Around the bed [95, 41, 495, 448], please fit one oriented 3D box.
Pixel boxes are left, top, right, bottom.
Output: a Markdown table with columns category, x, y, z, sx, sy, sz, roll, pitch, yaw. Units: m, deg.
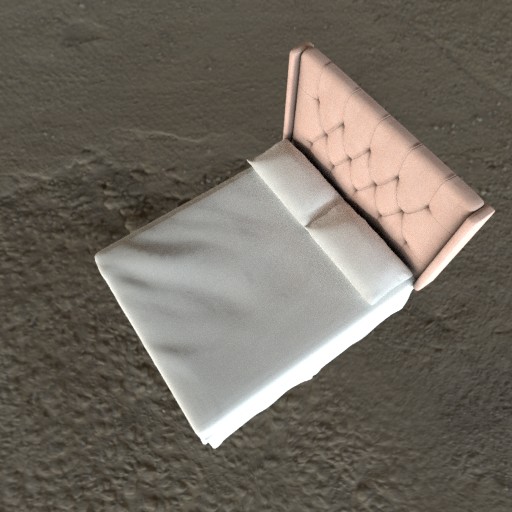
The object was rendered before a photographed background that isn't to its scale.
| category | x | y | z | sx | sy | sz | roll | pitch | yaw |
| --- | --- | --- | --- | --- | --- | --- | --- | --- | --- |
| bed | 0.000 | 0.000 | 3.242 | 2.066 | 1.665 | 1.719 | -32 | 68 | -15 |
